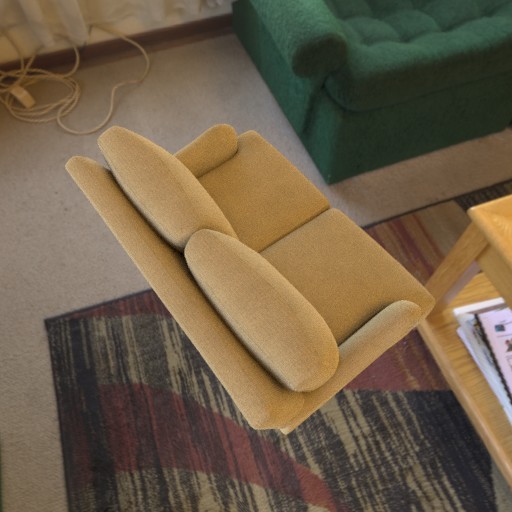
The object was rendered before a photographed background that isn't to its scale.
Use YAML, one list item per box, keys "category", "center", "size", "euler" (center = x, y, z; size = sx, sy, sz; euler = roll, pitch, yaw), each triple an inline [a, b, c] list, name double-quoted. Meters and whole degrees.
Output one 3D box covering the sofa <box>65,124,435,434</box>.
- category: "sofa"
  center: [0.000, 0.000, 2.202]
  size: [1.087, 0.999, 1.480]
  euler: [-33, 65, -18]
